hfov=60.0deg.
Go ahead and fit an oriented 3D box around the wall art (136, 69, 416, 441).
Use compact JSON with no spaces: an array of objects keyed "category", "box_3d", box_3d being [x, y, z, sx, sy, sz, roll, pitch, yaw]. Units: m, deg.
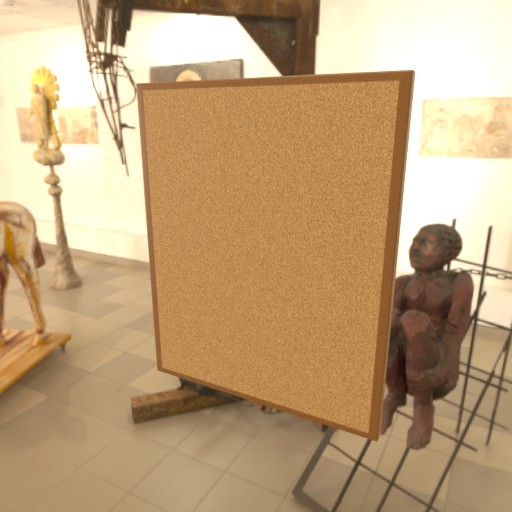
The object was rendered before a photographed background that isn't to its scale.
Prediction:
[{"category":"wall art","box_3d":[0.000,0.000,0.507,0.310,0.379,0.015,9,19,27]}]
